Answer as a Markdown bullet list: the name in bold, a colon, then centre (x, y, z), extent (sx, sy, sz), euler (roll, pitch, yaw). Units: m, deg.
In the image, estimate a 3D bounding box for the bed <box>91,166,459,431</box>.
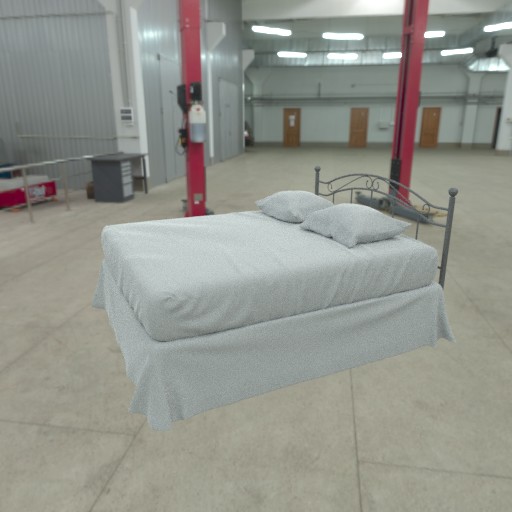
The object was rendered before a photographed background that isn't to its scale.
- **bed**: centre (0.000, 0.000, 3.275), extent (2.215, 1.080, 1.936), euler (-8, 19, -25)
